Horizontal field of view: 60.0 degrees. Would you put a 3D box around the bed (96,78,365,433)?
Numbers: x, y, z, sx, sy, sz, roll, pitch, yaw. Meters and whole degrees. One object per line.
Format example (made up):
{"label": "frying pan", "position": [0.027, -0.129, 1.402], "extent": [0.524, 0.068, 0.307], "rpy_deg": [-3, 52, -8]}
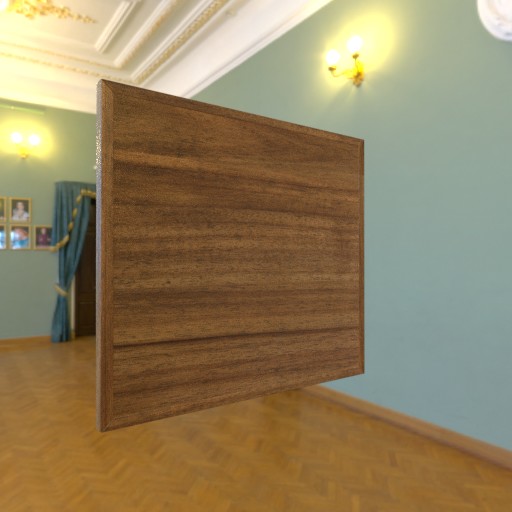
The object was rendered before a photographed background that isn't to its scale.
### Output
{"label": "bed", "position": [0.000, 0.000, 1.494], "extent": [1.041, 0.940, 0.043], "rpy_deg": [0, 0, -36]}
